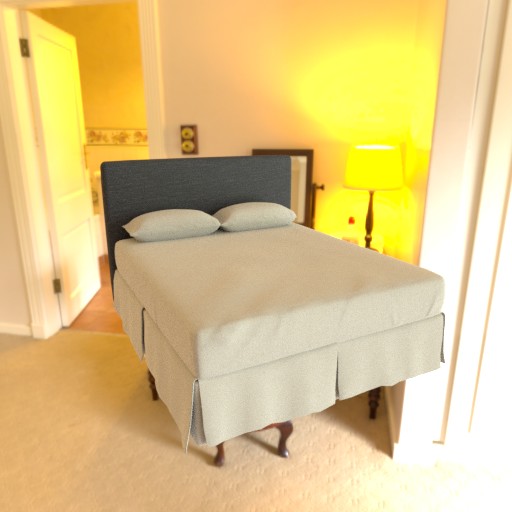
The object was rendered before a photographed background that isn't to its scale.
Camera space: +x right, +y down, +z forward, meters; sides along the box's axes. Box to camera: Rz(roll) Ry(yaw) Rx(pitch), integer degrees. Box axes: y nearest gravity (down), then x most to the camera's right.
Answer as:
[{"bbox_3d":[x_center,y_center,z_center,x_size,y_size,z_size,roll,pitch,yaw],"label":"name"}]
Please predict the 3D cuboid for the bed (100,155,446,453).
[{"bbox_3d":[0.000,0.000,3.333,1.884,1.330,2.142,-9,19,-27],"label":"bed"}]
